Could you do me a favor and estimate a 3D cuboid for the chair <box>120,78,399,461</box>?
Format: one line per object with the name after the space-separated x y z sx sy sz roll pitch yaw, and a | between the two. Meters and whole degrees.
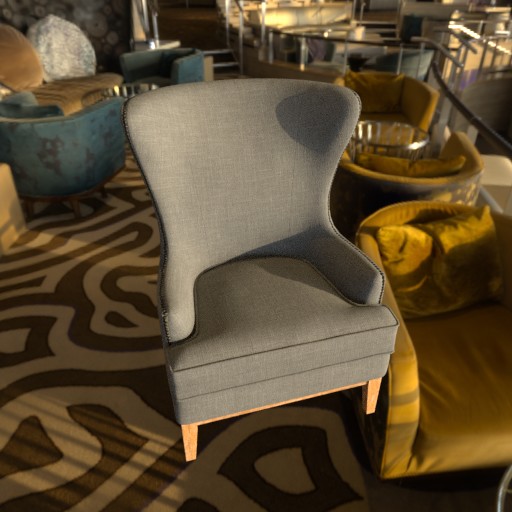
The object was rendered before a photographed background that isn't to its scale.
0.000 0.000 1.759 0.864 1.176 0.883 -9 33 -14 | chair
